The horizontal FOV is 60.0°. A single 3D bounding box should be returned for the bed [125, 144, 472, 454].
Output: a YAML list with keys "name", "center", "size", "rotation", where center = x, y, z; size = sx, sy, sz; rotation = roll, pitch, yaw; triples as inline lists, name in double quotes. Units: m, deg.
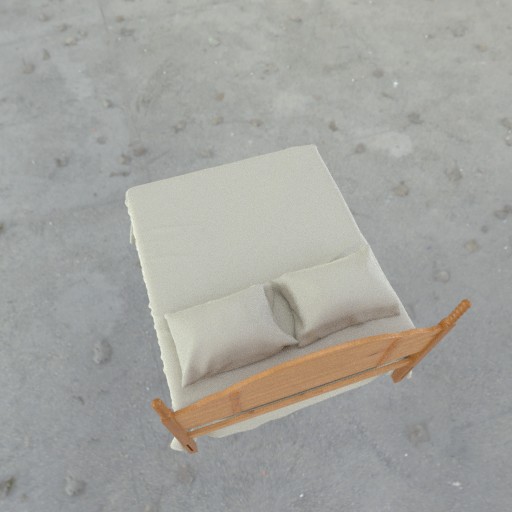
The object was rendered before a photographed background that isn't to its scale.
- name: "bed"
  center: [0.000, 0.000, 3.174]
  size: [1.873, 1.356, 2.040]
  rotation: [-16, 60, -9]
